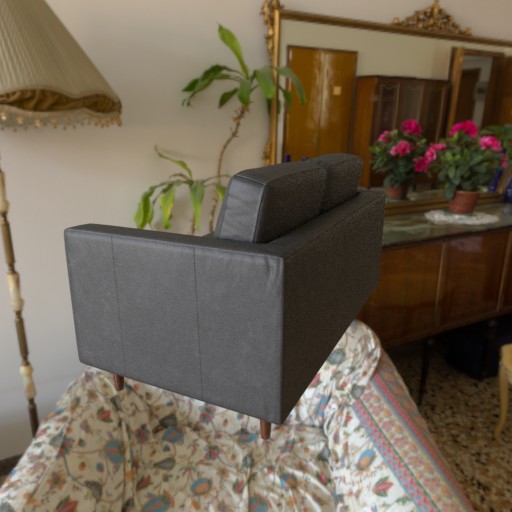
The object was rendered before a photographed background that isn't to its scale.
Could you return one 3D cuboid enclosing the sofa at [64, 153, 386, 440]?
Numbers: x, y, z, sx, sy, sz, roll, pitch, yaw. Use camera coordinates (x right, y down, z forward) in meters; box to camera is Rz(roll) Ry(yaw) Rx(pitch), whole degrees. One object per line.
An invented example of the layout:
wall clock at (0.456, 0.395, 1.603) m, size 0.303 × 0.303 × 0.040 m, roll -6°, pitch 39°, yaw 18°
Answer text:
sofa at (0.000, 0.000, 2.049) m, size 0.879 × 0.899 × 1.430 m, roll 8°, pitch 18°, yaw 25°
